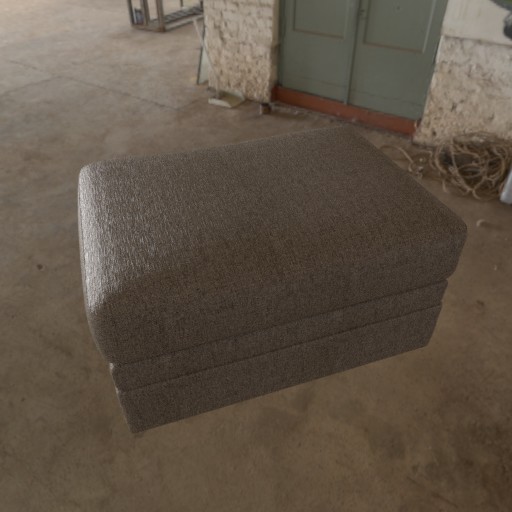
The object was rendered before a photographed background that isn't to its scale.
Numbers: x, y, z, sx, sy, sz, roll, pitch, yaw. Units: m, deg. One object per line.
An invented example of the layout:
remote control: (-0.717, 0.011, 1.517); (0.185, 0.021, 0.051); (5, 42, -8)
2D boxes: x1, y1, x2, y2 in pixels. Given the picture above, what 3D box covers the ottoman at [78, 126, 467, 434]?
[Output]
ottoman: (0.000, 0.000, 1.254); (0.885, 0.478, 0.637); (-12, 42, -14)
